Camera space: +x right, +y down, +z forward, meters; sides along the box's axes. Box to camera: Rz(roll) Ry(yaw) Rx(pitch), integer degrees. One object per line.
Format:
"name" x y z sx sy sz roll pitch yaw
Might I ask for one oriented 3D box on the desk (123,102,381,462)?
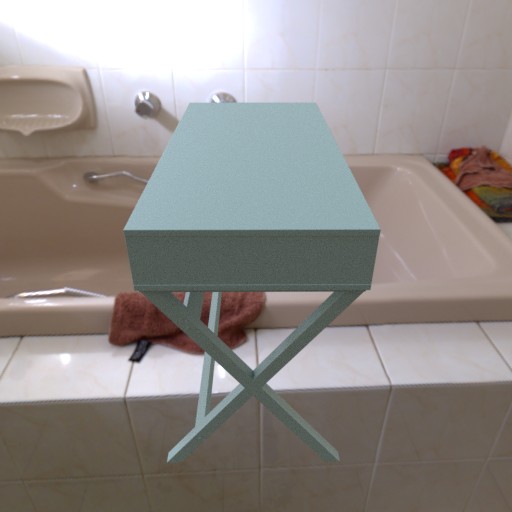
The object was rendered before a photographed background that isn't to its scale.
"desk" 0.000 0.000 1.522 0.525 0.780 1.057 0 32 0
